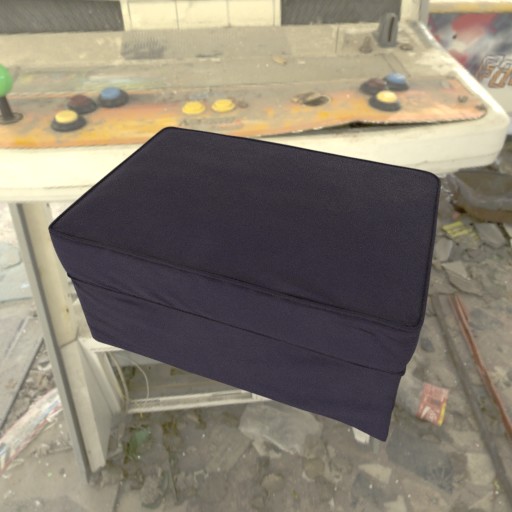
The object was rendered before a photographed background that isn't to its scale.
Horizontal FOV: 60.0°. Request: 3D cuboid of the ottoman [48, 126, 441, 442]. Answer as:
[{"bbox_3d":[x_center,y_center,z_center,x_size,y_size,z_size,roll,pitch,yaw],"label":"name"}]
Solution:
[{"bbox_3d":[0.000,0.000,1.315,0.938,0.503,0.637,14,44,15],"label":"ottoman"}]
